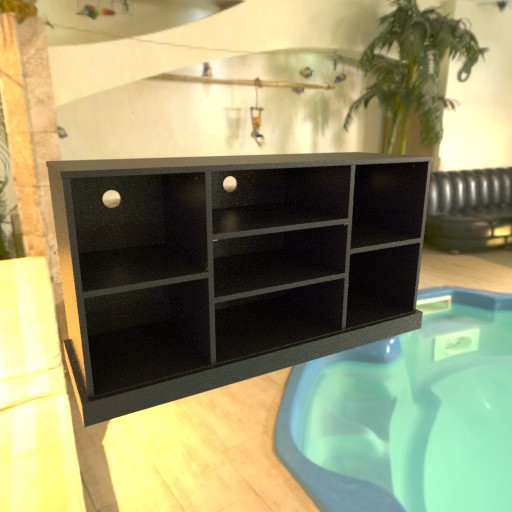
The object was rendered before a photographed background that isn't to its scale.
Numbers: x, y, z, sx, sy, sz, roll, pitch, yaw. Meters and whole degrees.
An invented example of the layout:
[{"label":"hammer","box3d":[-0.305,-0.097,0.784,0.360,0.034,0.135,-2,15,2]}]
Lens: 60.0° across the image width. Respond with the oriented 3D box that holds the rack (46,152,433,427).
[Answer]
[{"label":"rack","box3d":[0.000,0.000,1.479,1.206,0.635,0.399,-9,18,-28]}]
